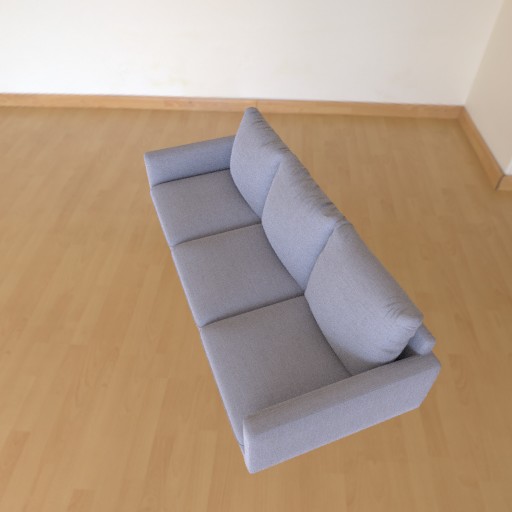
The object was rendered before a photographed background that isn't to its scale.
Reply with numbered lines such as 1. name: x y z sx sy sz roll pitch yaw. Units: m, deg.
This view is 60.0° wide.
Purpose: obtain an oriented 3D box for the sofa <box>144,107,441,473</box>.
1. sofa: 0.000 0.000 2.432 0.850 0.830 2.000 -15 47 -15
